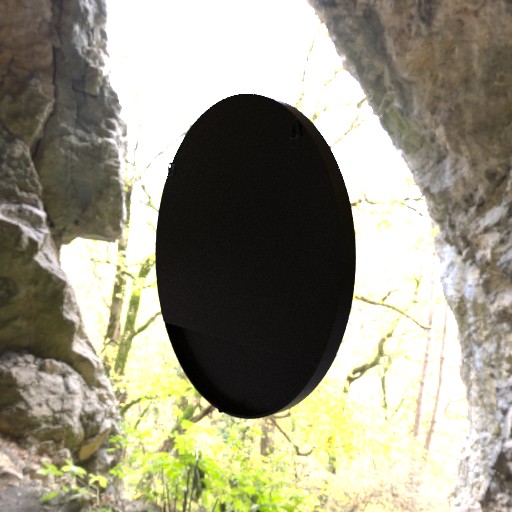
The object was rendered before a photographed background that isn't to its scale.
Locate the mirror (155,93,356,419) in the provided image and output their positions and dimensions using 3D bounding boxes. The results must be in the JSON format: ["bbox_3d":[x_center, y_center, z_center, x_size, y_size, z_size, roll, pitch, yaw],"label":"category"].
[{"bbox_3d":[0.000,0.000,0.684,0.133,0.457,0.457,0,1,-37],"label":"mirror"}]
